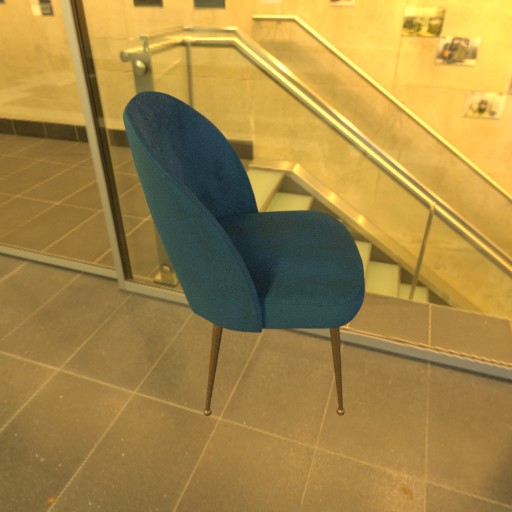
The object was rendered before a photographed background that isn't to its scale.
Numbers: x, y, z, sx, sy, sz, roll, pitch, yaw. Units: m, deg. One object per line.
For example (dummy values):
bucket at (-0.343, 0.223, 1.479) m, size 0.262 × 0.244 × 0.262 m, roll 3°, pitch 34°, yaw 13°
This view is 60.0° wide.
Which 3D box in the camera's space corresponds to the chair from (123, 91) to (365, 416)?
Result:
chair at (0.000, 0.000, 1.248) m, size 0.577 × 0.860 × 0.527 m, roll 0°, pitch 33°, yaw 0°
